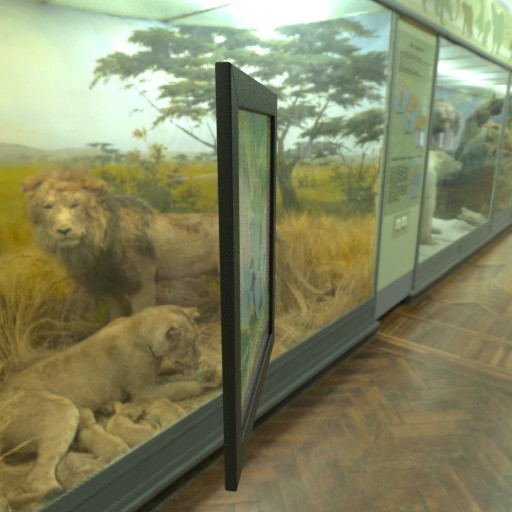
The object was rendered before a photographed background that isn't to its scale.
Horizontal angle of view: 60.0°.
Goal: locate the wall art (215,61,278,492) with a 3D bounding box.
[{"bbox_3d":[0.000,0.000,0.797,0.018,0.582,0.481,2,16,9],"label":"wall art"}]
